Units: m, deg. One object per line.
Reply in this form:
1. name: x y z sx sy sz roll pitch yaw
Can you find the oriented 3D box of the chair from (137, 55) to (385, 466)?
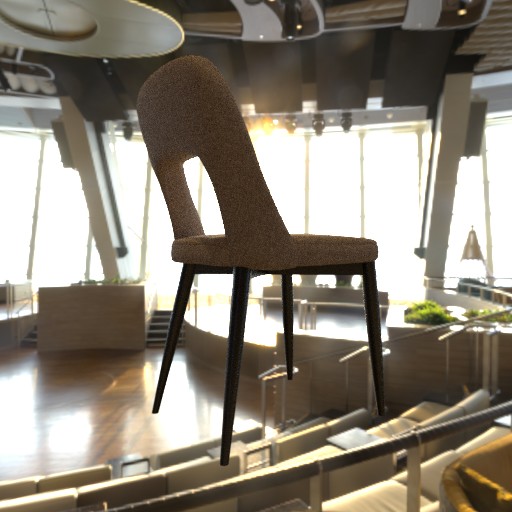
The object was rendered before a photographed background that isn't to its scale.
1. chair: 0.000 0.000 1.267 0.612 0.931 0.470 -1 1 -35
